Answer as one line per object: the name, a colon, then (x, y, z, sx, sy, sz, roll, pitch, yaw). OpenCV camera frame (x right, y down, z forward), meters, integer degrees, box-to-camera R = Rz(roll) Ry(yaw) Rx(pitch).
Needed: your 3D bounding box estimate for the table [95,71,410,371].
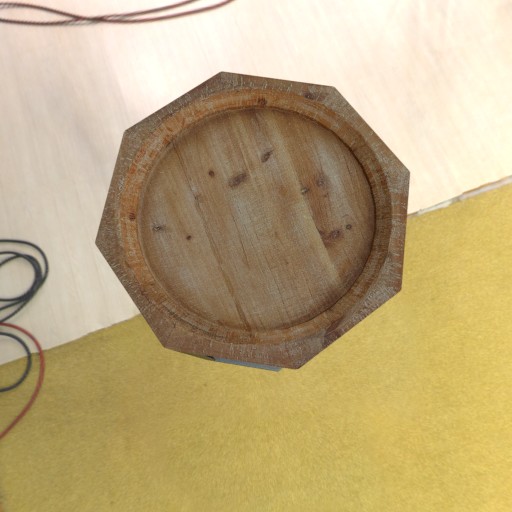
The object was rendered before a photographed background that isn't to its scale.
table: (0.000, 0.000, 0.888, 0.458, 0.543, 0.458, 31, 77, 8)
